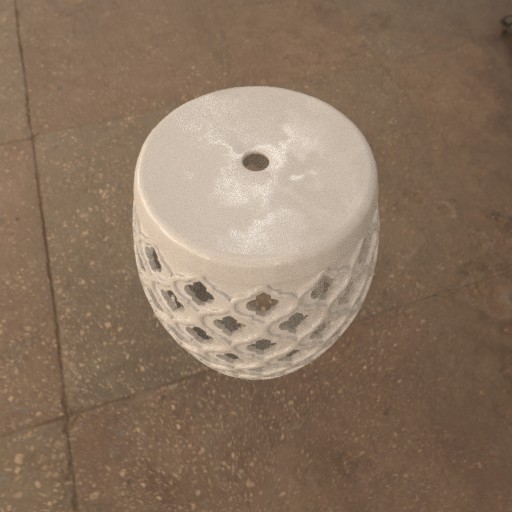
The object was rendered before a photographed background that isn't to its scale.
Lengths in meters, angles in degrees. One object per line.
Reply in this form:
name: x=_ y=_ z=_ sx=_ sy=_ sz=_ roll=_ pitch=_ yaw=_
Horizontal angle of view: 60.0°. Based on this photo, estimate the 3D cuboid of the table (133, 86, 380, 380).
table: x=0.000 y=0.000 z=0.640 sx=0.325 sy=0.388 sz=0.325 roll=0 pitch=58 yaw=0
